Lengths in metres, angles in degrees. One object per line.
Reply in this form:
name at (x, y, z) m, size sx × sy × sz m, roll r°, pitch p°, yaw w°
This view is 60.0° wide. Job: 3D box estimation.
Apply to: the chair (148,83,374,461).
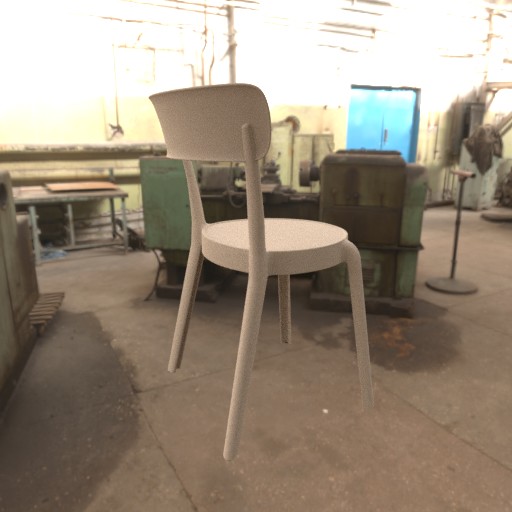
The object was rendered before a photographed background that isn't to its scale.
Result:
chair at (0.000, 0.000, 1.158) m, size 0.491 × 0.790 × 0.506 m, roll -8°, pitch 17°, yaw -26°
